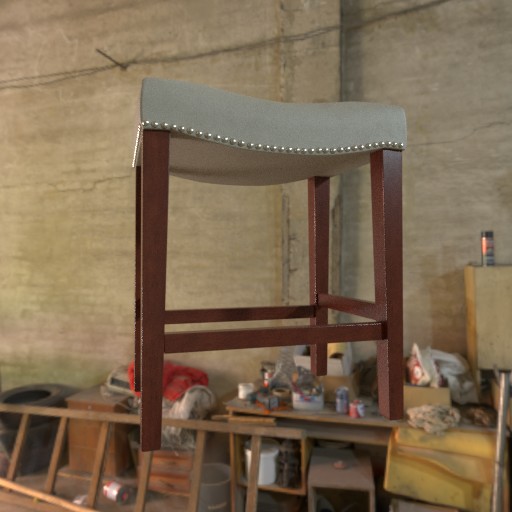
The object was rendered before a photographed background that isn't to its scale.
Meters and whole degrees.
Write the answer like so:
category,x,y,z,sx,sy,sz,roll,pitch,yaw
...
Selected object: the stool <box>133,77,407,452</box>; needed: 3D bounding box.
category,x,y,z,sx,sy,sz,roll,pitch,yaw
stool,0.000,0.000,0.959,0.509,0.632,0.375,0,0,-17
